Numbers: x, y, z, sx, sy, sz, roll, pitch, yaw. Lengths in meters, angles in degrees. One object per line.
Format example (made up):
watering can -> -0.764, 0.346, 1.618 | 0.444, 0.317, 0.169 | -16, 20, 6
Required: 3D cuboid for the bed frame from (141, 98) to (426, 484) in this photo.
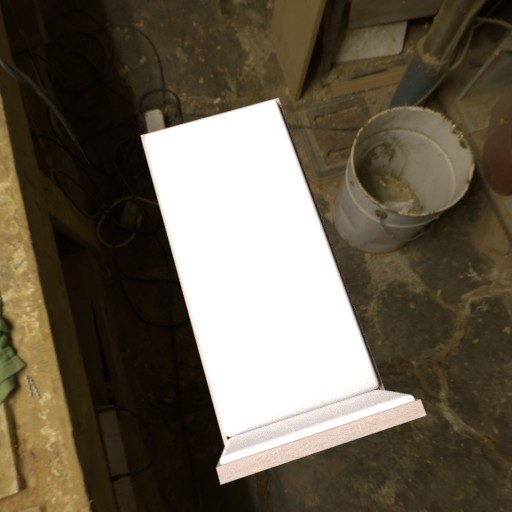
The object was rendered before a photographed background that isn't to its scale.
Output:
bed frame -> 0.000, 0.000, 2.710 | 0.990, 0.920, 2.140 | -17, 76, -4
